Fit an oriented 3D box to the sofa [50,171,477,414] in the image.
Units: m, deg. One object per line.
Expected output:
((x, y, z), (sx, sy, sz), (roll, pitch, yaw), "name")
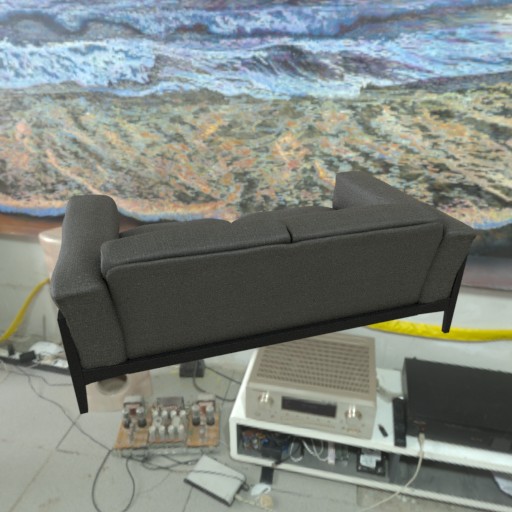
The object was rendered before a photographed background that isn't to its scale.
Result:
((0.000, 0.000, 2.128), (1.690, 0.656, 0.960), (-8, 28, -16), "sofa")
